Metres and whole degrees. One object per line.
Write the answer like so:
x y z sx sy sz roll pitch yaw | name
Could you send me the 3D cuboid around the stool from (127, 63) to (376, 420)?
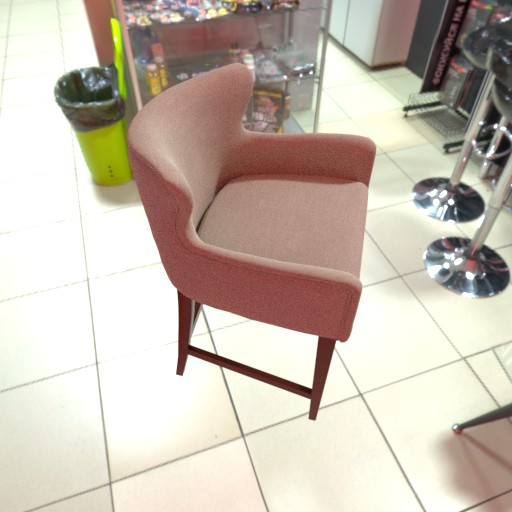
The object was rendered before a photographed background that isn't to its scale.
0.000 0.000 1.425 0.637 0.987 0.615 10 47 9 | stool
